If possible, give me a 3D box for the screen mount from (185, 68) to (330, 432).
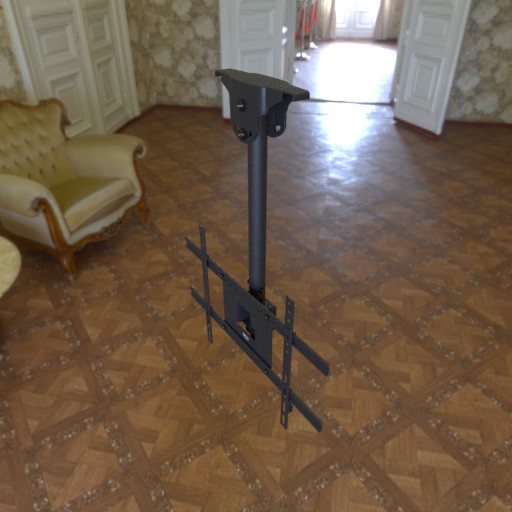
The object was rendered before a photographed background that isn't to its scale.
[{"bbox_3d":[0.000,0.000,1.030,0.090,0.775,0.595,-21,38,-29],"label":"screen mount"}]
